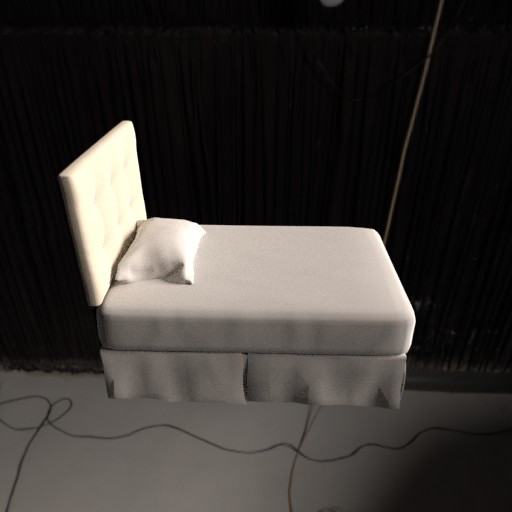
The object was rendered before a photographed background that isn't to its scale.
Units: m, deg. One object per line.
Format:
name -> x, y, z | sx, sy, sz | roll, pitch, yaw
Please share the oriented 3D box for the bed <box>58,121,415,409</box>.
bed -> 0.000, 0.000, 3.068 | 1.997, 1.571, 1.261 | 1, 30, 1
